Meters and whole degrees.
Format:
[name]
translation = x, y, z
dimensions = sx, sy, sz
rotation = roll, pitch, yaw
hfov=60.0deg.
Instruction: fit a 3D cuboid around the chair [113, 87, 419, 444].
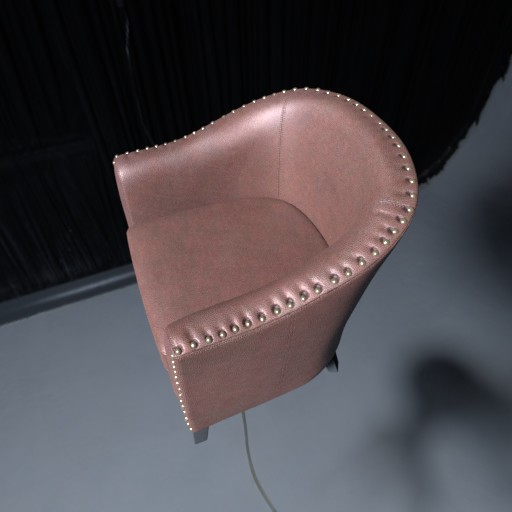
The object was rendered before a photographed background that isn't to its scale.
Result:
[chair]
translation = 0.000, 0.000, 1.416
dimensions = 0.748, 0.823, 0.794
rotation = -16, 49, -15
